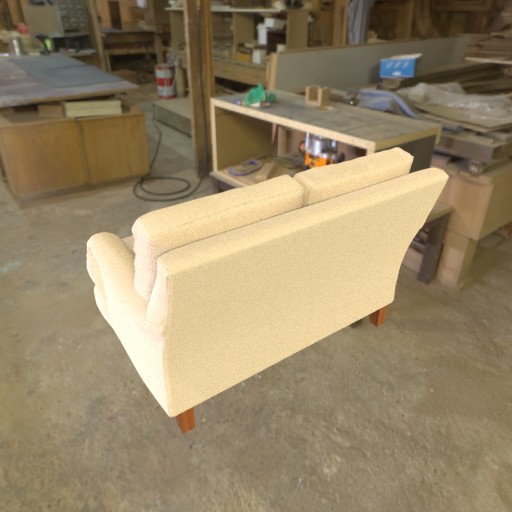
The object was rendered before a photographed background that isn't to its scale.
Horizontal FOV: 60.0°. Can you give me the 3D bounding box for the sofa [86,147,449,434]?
[{"bbox_3d":[0.000,0.000,2.293,1.508,1.048,1.087,-20,36,-30],"label":"sofa"}]
